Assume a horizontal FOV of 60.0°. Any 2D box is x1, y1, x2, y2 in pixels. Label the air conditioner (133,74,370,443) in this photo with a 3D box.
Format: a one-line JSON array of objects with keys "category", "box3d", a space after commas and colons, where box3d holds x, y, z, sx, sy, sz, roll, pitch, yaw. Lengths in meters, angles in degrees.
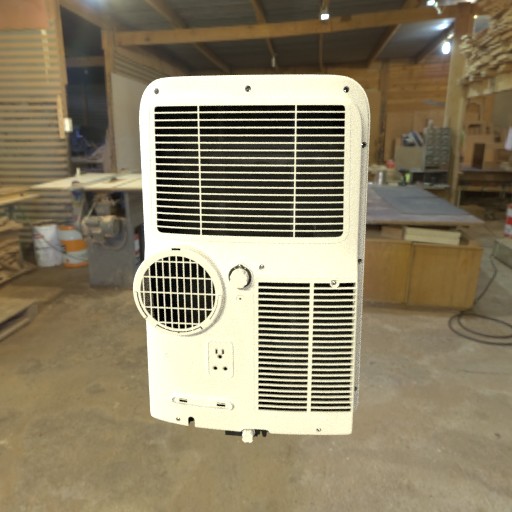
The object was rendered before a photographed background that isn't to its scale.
[{"category": "air conditioner", "box3d": [0.000, 0.000, 0.956, 0.454, 0.700, 0.365, 2, 15, 6]}]
